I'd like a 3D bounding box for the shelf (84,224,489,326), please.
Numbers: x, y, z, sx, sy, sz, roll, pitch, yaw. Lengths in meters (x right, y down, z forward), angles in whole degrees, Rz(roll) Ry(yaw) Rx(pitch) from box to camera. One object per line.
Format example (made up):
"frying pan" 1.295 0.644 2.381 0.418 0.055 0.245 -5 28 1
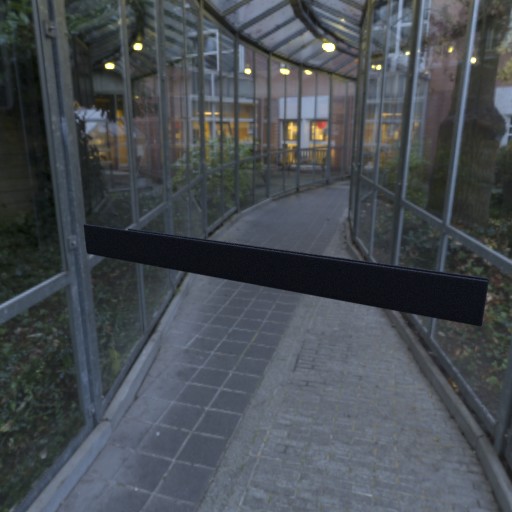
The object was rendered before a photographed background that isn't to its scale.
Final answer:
"shelf" 0.000 0.000 0.649 0.605 0.053 0.102 9 18 28
